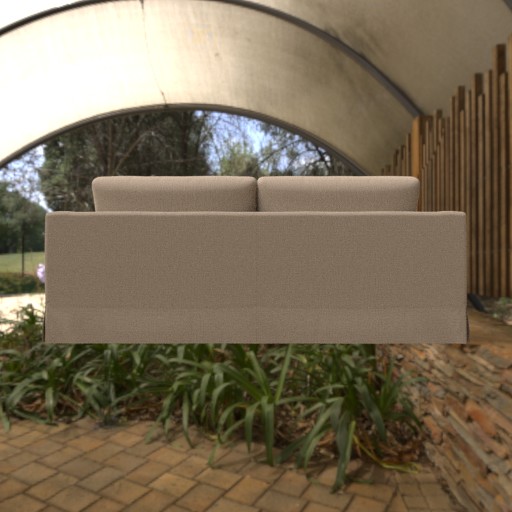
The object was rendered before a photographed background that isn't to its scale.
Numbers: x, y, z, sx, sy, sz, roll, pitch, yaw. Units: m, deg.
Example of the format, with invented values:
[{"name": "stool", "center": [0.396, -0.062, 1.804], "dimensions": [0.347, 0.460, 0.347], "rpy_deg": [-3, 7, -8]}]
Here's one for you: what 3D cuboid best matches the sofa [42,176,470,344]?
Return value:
[{"name": "sofa", "center": [0.000, 0.000, 2.692], "dimensions": [2.163, 0.881, 0.954], "rpy_deg": [0, 0, 0]}]
